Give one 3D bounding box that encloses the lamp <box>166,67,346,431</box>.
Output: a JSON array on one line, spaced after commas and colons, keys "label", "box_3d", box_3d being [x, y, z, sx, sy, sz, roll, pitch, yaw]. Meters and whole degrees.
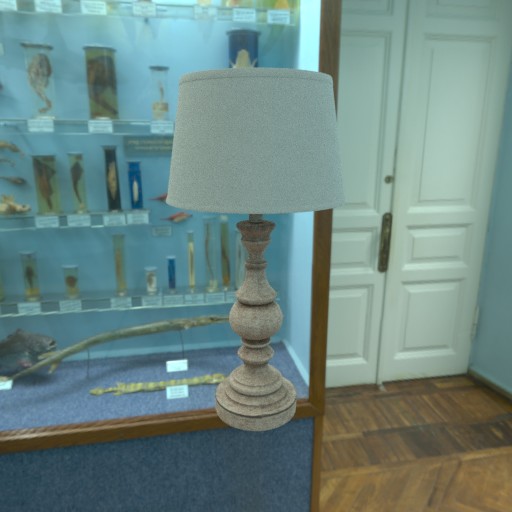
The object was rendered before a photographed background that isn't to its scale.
[{"label": "lamp", "box_3d": [0.000, 0.000, 0.881, 0.340, 0.678, 0.340, 0, 15, 0]}]
